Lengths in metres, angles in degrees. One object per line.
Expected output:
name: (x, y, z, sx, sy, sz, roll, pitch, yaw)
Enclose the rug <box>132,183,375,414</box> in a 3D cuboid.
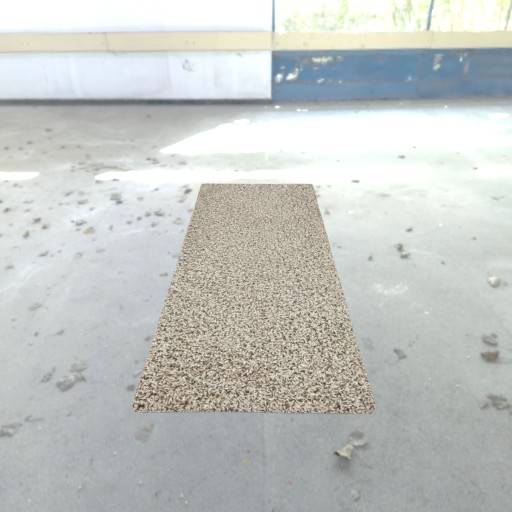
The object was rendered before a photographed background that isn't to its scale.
rug: (0.000, 0.000, 1.757, 0.609, 0.030, 1.524, 0, 30, 0)
